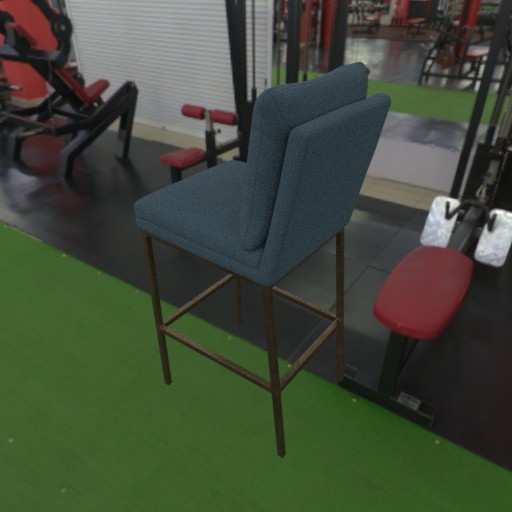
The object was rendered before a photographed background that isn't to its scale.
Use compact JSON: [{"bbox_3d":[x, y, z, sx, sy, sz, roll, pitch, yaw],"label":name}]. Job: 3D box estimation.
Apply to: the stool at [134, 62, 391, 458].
[{"bbox_3d":[0.000,0.000,1.403,0.568,1.124,0.463,22,38,31],"label":"stool"}]
